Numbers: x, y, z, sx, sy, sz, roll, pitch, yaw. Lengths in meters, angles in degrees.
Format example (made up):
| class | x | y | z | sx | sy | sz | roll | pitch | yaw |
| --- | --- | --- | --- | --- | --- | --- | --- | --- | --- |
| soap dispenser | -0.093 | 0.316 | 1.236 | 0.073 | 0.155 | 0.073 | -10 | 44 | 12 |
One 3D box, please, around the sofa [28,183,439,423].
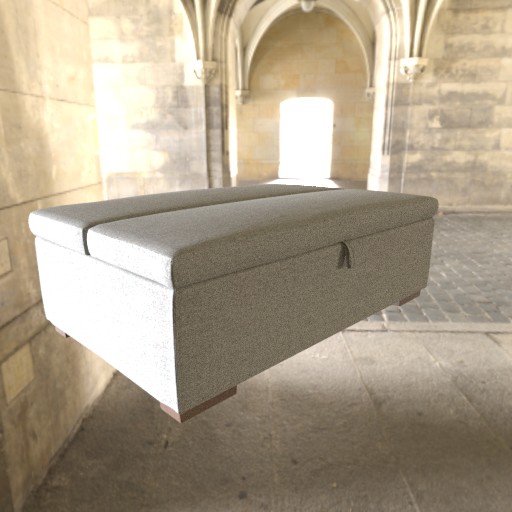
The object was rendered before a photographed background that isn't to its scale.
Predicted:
| class | x | y | z | sx | sy | sz | roll | pitch | yaw |
| --- | --- | --- | --- | --- | --- | --- | --- | --- | --- |
| sofa | 0.000 | 0.000 | 1.594 | 0.817 | 0.434 | 1.250 | 14 | 21 | 43 |
